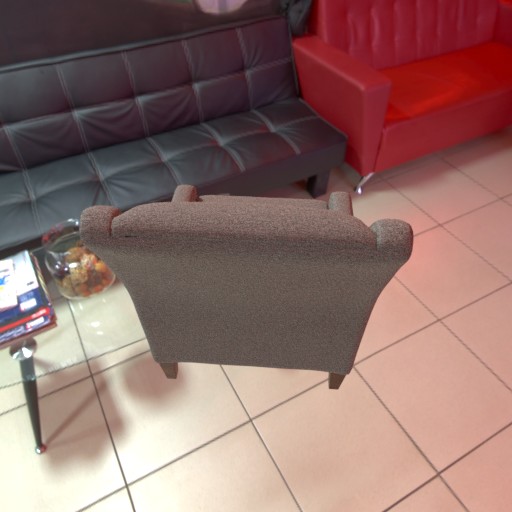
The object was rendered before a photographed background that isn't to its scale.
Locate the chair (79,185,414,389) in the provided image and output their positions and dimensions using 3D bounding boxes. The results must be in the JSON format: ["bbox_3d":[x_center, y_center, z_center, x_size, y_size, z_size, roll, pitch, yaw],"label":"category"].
[{"bbox_3d":[0.000,0.000,1.612,0.774,1.016,0.870,3,46,3],"label":"chair"}]
